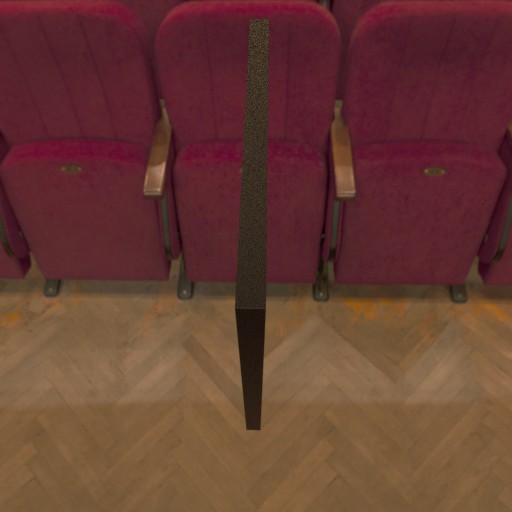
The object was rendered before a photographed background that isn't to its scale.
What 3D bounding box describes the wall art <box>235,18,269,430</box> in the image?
[{"bbox_3d":[0.000,0.000,0.753,0.028,0.557,0.457,1,58,1],"label":"wall art"}]
